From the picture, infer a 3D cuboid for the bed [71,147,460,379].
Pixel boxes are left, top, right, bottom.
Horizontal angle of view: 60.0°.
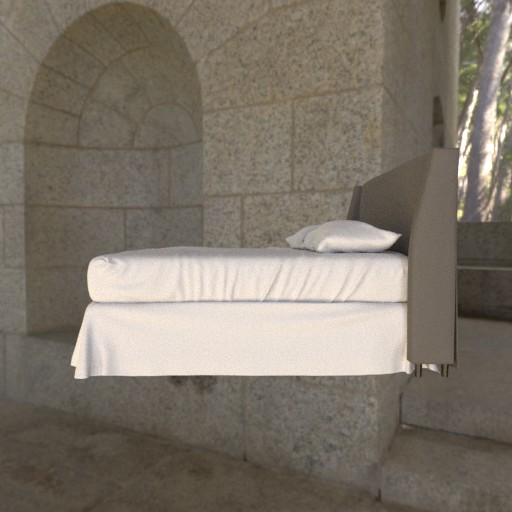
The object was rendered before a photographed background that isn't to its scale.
[{"bbox_3d":[0.000,0.000,3.421,2.276,1.332,1.925,0,2,-1],"label":"bed"}]
